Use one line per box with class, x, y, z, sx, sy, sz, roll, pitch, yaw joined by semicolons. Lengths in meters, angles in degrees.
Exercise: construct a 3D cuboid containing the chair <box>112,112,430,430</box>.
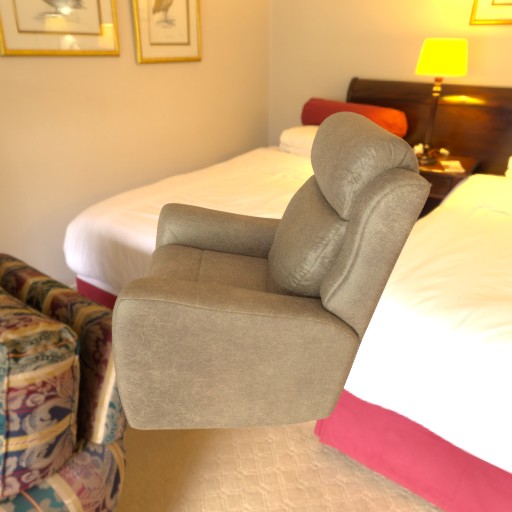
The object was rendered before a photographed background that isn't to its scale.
chair;0.000;0.000;1.908;1.068;1.116;0.965;-1;26;-1
